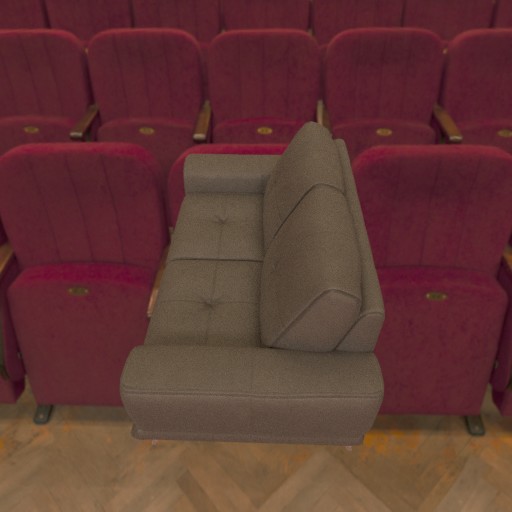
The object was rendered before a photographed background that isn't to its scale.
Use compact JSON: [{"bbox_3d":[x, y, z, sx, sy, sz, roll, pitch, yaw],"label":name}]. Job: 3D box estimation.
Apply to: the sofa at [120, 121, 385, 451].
[{"bbox_3d":[0.000,0.000,2.344,1.018,0.907,1.806,1,42,1],"label":"sofa"}]
